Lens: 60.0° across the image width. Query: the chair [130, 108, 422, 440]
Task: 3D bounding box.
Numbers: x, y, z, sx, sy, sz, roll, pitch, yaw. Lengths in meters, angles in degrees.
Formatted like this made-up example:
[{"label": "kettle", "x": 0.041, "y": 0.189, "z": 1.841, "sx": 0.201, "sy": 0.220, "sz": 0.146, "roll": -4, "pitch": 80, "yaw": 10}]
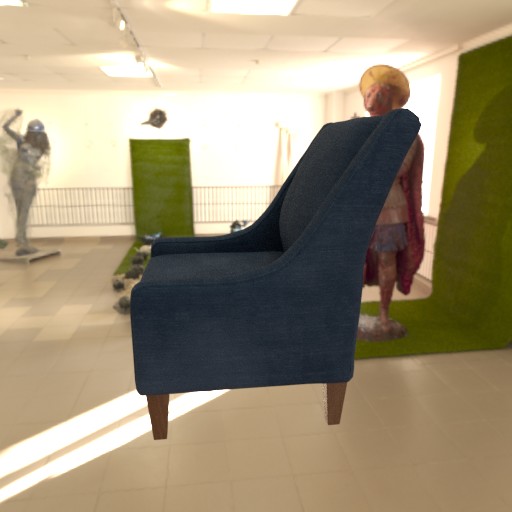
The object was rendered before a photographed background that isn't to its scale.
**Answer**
[{"label": "chair", "x": 0.000, "y": 0.000, "z": 1.677, "sx": 0.870, "sy": 1.014, "sz": 0.774, "roll": -2, "pitch": 13, "yaw": -8}]
